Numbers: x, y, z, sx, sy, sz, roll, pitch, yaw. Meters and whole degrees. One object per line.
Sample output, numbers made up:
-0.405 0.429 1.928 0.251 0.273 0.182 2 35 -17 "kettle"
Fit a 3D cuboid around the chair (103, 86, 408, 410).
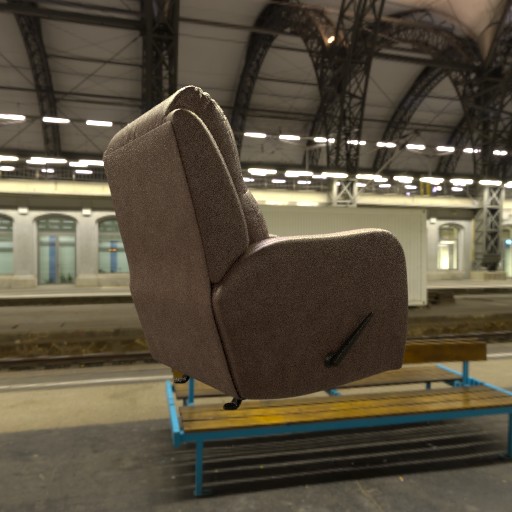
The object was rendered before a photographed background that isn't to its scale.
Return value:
0.000 0.000 1.851 1.067 1.067 0.865 0 0 -36 "chair"
